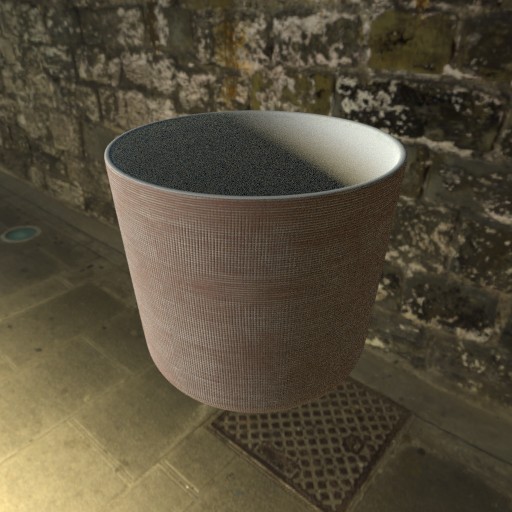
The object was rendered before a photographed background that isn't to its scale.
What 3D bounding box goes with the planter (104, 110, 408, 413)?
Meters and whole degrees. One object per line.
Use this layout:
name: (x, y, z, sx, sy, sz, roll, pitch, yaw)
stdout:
planter: (0.000, 0.000, 0.769, 0.440, 0.398, 0.440, 0, 30, 0)
